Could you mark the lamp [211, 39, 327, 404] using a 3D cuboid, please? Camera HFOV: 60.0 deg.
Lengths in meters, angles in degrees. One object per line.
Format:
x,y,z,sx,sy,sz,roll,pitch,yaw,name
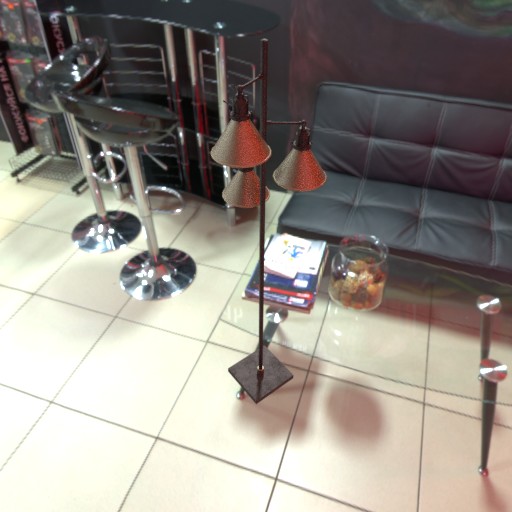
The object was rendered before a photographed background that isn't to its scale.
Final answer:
0.000,0.000,1.879,0.428,1.716,0.415,-27,48,-28,lamp
